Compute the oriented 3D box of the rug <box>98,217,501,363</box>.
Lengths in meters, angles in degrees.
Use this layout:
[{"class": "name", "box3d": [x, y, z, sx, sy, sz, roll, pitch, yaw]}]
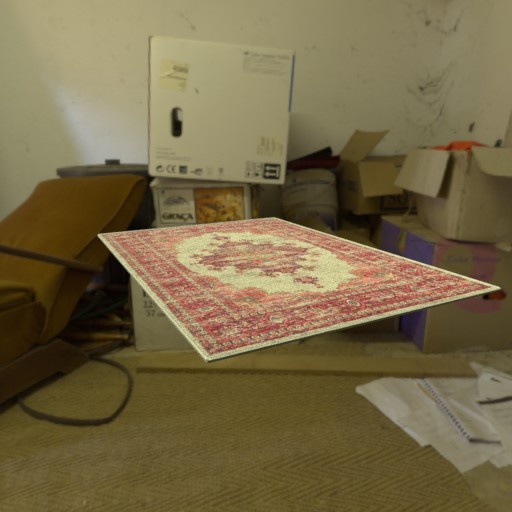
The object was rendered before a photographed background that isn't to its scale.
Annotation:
[{"class": "rug", "box3d": [0.000, 0.000, 2.173, 1.217, 0.011, 1.747, -8, 17, -27]}]
